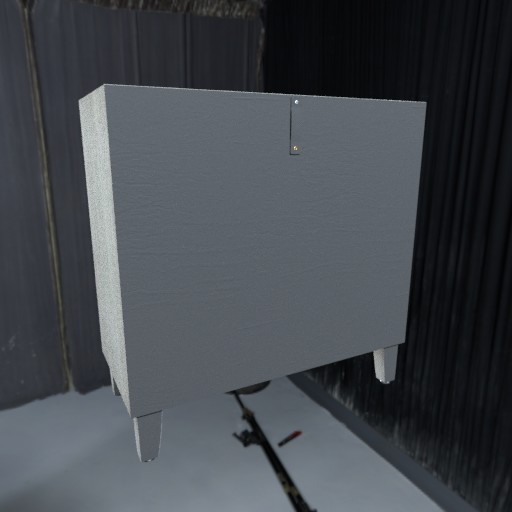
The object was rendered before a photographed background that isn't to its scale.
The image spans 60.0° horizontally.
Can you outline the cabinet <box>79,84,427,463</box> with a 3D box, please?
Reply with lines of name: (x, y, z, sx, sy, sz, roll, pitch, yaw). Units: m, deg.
cabinet: (0.000, 0.000, 1.192, 0.781, 0.787, 0.370, -8, 16, -27)
